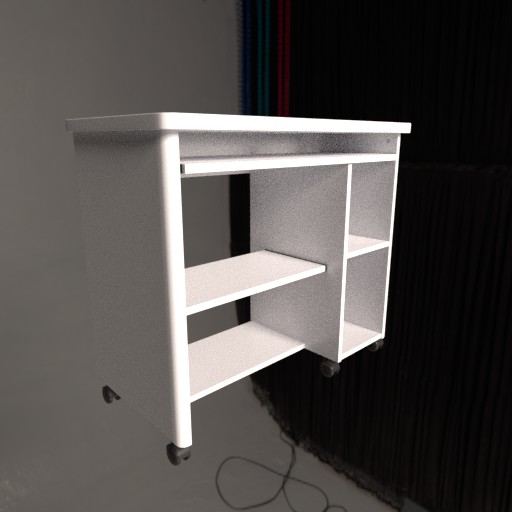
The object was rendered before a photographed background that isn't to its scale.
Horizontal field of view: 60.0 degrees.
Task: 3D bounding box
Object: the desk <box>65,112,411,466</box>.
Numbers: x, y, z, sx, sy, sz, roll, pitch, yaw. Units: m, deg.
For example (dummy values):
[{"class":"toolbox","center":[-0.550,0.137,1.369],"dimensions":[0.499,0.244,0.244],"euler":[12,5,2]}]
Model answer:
[{"class":"desk","center":[0.000,0.000,1.315],"dimensions":[0.877,0.763,0.475],"euler":[-14,20,-42]}]
